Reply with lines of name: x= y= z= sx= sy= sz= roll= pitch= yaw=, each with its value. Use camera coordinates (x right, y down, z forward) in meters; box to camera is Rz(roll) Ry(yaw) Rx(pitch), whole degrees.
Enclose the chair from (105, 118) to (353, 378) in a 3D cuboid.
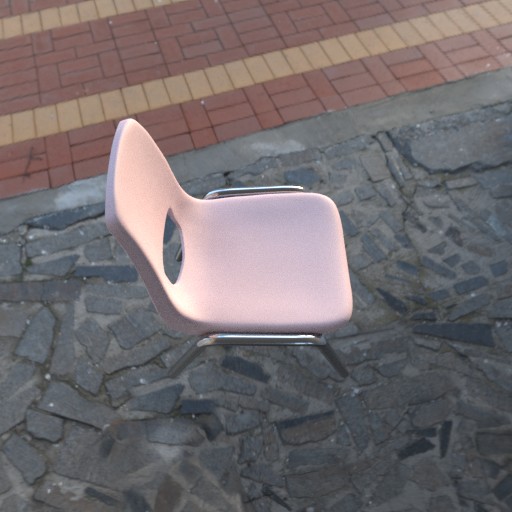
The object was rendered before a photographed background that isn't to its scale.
chair: x=0.000 y=0.000 z=0.862 sx=0.423 sy=0.586 sz=0.354 roll=-2 pitch=62 yaw=-1
